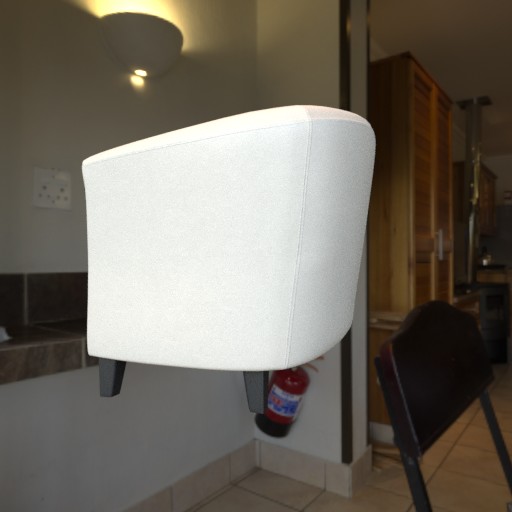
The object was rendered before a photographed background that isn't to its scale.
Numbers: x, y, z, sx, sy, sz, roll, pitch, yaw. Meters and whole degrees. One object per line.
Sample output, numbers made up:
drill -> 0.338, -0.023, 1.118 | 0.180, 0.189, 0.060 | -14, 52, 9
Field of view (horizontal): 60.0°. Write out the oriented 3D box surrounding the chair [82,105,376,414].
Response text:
chair -> 0.000, 0.000, 1.397 | 0.727, 0.756, 0.792 | 0, -1, 18
